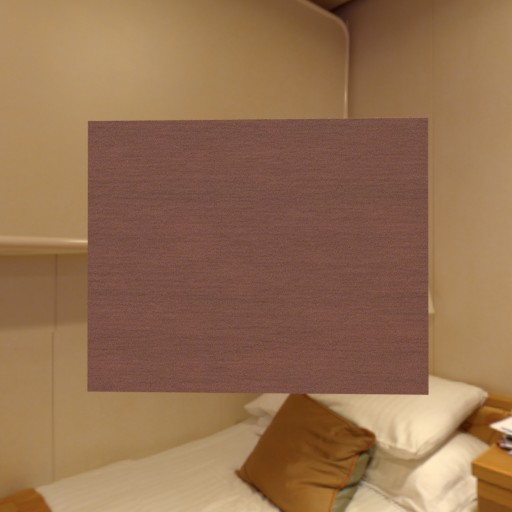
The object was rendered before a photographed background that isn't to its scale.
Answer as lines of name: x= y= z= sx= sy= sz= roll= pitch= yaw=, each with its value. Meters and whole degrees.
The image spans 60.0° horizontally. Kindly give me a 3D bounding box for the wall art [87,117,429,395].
wall art: x=0.000 y=0.000 z=0.665 sx=0.508 sy=0.408 sz=0.010 roll=0 pitch=0 yaw=2
